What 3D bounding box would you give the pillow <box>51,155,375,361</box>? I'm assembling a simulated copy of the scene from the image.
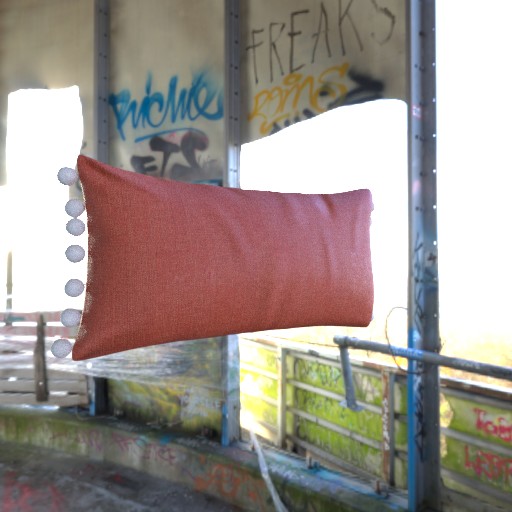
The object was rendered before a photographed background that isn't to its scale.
[{"bbox_3d":[0.000,0.000,0.836,0.709,0.322,0.201,1,-1,-36],"label":"pillow"}]
